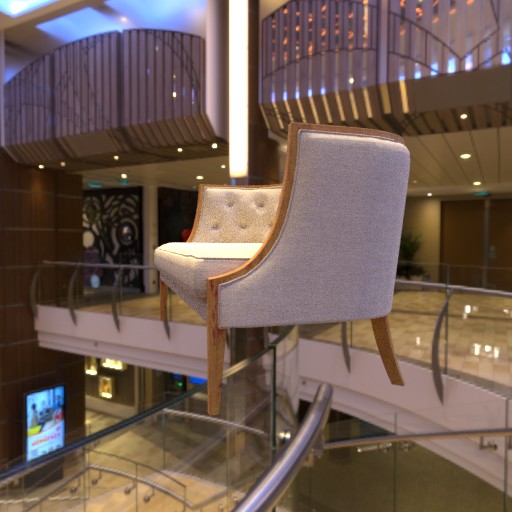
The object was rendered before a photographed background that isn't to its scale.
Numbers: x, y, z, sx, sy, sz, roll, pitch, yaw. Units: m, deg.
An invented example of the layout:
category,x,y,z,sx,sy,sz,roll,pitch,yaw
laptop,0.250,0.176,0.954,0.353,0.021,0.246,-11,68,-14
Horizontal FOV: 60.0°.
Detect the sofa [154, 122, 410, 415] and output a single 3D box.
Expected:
category,x,y,z,sx,sy,sz,roll,pitch,yaw
sofa,0.000,0.000,1.931,0.770,0.775,1.474,-1,2,-17
